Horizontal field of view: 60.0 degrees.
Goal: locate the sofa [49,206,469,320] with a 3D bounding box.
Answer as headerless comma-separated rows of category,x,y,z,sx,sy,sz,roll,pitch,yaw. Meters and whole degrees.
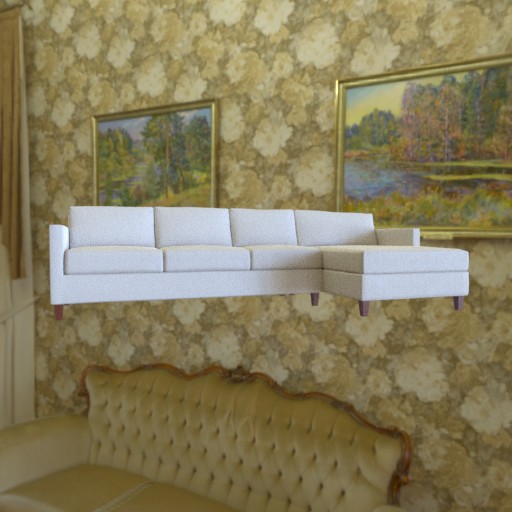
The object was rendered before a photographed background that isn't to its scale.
sofa,0.000,0.000,4.087,3.471,0.954,1.599,-1,2,-19
